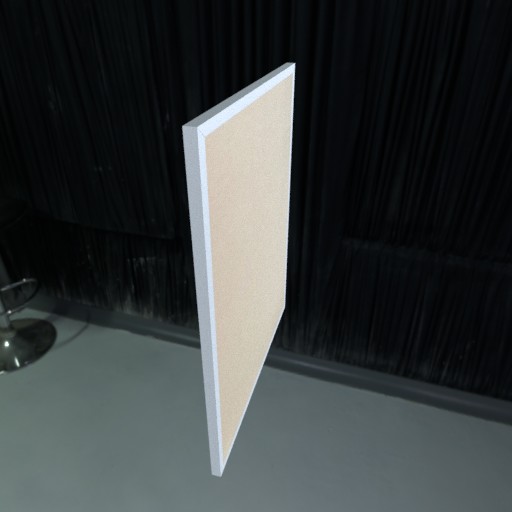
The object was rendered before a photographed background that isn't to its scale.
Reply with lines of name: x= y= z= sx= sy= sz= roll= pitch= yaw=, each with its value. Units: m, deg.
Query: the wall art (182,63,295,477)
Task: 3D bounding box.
wall art: x=0.000 y=0.000 z=0.625 sx=0.013 sy=0.456 sz=0.382 roll=8 pitch=32 yaw=14
